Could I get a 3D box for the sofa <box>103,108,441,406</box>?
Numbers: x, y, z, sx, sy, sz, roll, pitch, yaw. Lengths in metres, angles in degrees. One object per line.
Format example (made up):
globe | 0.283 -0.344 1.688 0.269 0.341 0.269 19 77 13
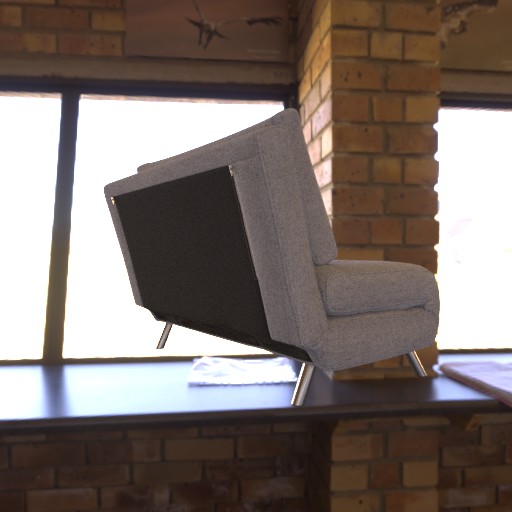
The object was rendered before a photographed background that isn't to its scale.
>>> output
sofa | 0.000 0.000 1.896 0.910 0.910 1.220 -1 1 -37
